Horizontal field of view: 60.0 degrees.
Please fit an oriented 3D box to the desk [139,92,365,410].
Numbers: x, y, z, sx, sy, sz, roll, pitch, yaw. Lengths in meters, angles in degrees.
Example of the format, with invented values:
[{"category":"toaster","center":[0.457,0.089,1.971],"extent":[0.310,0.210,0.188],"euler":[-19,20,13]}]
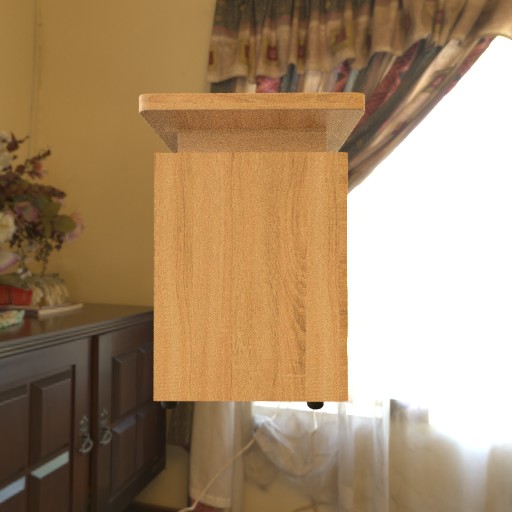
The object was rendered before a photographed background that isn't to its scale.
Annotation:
[{"category":"desk","center":[0.000,0.000,1.750],"extent":[0.550,0.760,1.400],"euler":[0,-1,1]}]
